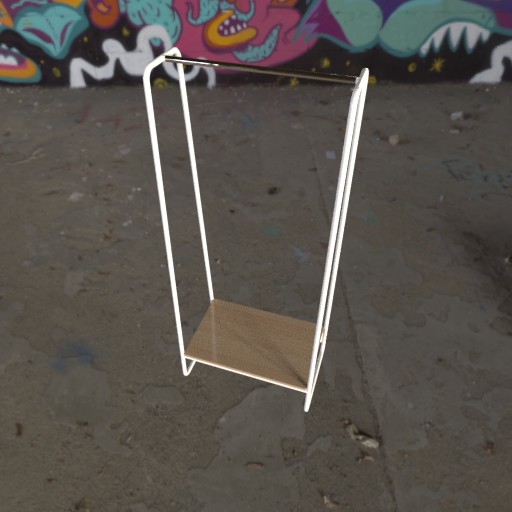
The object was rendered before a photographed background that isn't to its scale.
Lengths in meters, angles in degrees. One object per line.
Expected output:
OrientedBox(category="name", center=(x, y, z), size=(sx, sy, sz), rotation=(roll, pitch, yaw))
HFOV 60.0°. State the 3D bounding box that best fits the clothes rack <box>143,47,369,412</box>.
OrientedBox(category="clothes rack", center=(0.000, 0.000, 1.804), size=(0.640, 1.500, 0.400), rotation=(12, 43, 14))
